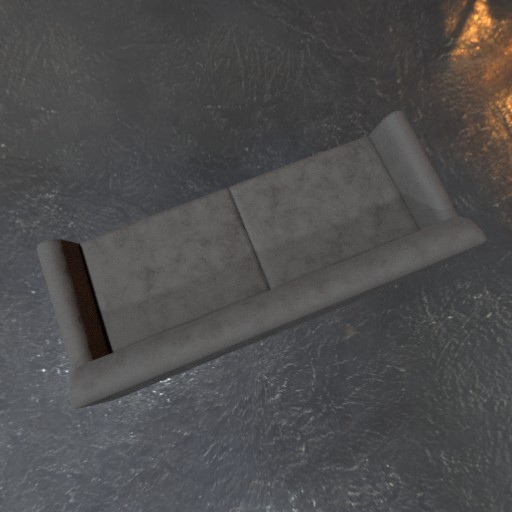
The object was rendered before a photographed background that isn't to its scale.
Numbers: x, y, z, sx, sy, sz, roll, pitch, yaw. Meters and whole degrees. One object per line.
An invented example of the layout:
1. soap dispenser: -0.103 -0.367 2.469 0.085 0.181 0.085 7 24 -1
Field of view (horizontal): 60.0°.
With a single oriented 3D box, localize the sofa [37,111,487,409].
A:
1. sofa: 0.000 0.000 2.570 2.190 0.740 0.900 -21 77 -5
